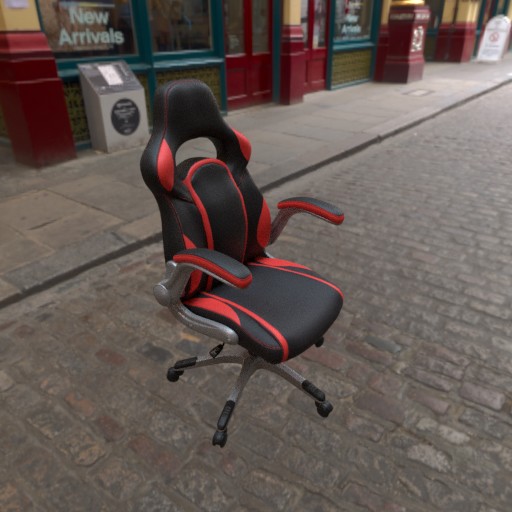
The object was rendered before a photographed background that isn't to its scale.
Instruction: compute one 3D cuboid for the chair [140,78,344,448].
[{"bbox_3d":[0.000,0.000,1.613,0.712,1.165,0.758,19,33,32],"label":"chair"}]
